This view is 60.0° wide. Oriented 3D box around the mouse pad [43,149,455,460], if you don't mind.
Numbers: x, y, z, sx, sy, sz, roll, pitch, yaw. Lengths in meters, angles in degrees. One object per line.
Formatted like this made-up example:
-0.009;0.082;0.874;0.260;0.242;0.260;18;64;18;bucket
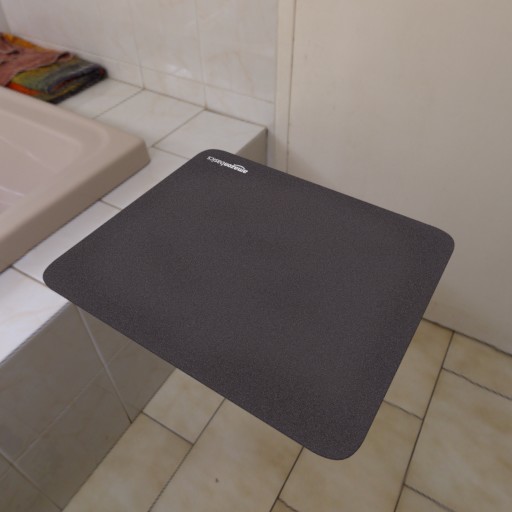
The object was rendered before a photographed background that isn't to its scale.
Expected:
0.000;0.000;0.425;0.315;0.002;0.269;25;50;22;mouse pad
